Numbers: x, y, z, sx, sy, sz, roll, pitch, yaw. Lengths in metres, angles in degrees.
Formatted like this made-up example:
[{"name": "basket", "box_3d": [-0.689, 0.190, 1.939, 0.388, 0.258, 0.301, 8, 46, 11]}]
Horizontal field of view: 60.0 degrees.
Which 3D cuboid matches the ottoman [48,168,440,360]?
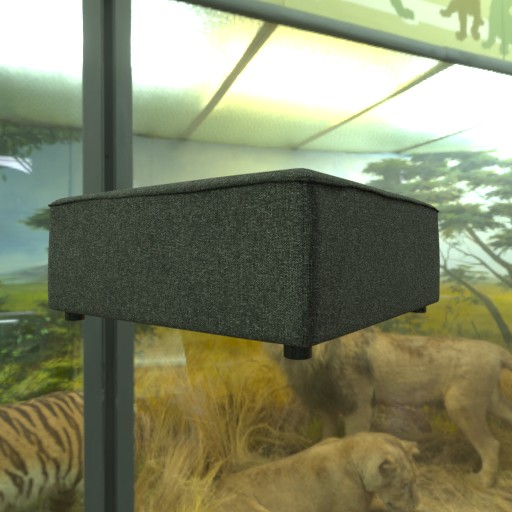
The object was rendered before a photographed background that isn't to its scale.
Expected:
[{"name": "ottoman", "box_3d": [0.000, 0.000, 1.568, 1.021, 0.423, 1.017, 1, 1, 37]}]
